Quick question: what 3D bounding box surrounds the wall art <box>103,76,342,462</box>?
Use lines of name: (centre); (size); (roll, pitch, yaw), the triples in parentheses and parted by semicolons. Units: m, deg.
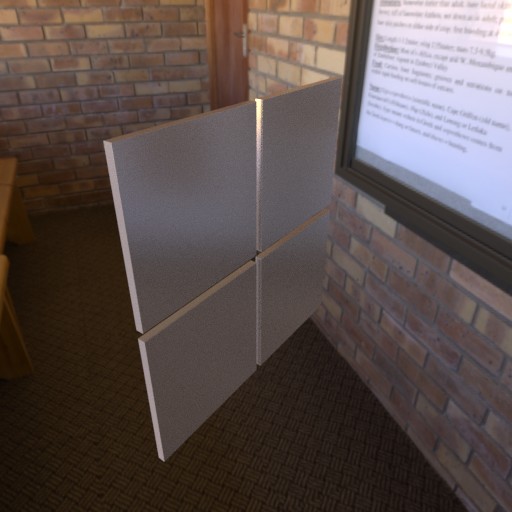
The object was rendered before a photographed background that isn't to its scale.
wall art: (0.000, 0.000, 1.654); (0.029, 1.118, 1.118); (20, 36, 31)
